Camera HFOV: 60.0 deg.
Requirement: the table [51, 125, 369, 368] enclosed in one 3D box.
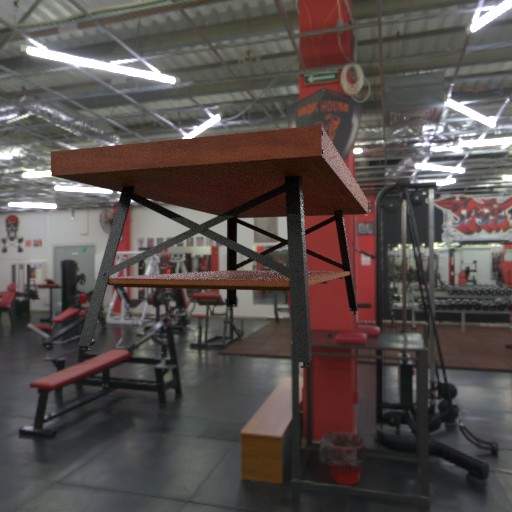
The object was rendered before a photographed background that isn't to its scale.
[{"bbox_3d":[0.000,0.000,1.394,0.610,0.457,1.067,0,-1,19],"label":"table"}]
